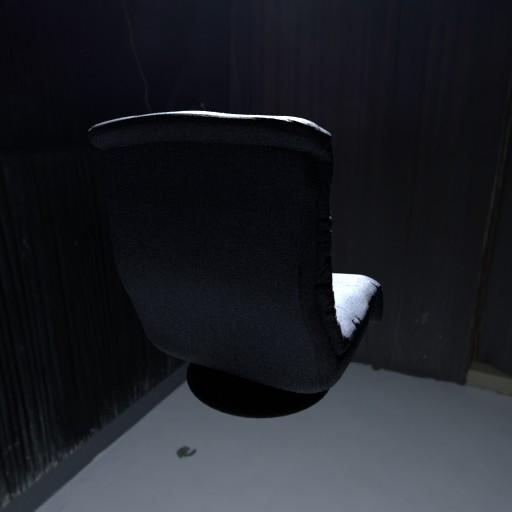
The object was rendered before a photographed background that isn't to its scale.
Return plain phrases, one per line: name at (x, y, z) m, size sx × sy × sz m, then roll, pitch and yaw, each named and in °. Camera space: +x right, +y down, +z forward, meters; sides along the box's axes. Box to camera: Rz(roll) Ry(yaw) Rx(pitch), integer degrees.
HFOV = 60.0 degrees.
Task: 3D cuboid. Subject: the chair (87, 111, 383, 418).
chair at (0.000, 0.000, 1.227) m, size 0.597 × 0.749 × 0.668 m, roll 9°, pitch 19°, yaw 27°
